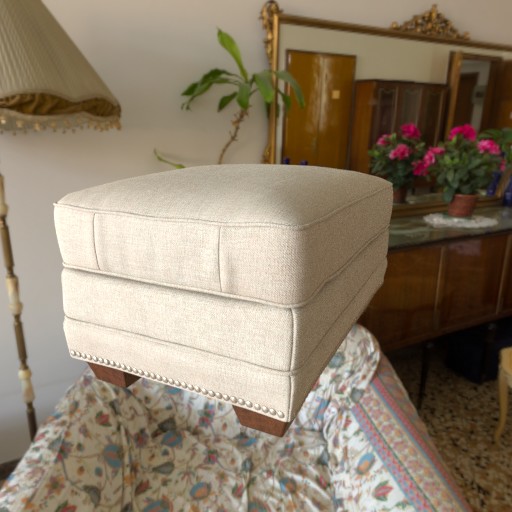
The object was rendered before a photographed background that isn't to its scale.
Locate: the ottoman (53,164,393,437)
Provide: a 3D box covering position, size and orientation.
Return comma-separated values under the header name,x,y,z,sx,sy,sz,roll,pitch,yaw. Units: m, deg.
name,x,y,z,sx,sy,sz,roll,pitch,yaw
ottoman,0.000,0.000,1.146,0.559,0.458,0.813,8,18,25
